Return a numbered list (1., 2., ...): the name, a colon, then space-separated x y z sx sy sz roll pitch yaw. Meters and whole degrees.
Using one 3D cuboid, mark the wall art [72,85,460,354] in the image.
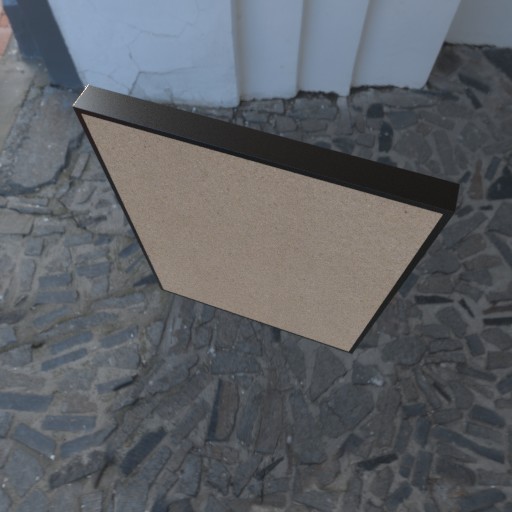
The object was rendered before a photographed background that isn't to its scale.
1. wall art: 0.000 0.000 0.742 0.448 0.551 0.038 17 64 9
